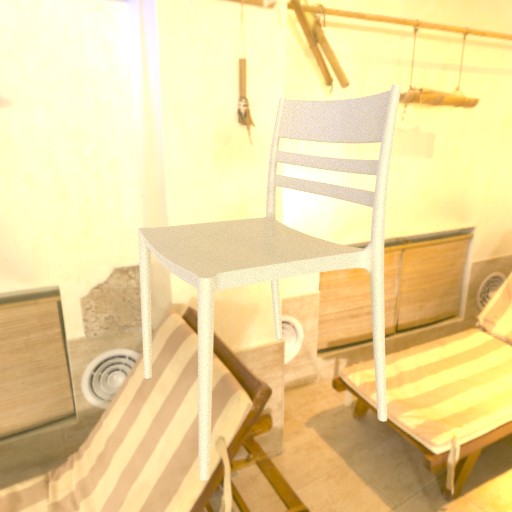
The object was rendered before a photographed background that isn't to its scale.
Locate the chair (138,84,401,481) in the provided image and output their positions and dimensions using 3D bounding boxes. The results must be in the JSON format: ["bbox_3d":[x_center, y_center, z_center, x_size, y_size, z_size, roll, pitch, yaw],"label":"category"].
[{"bbox_3d":[0.000,0.000,1.127,0.511,0.800,0.531,-9,18,-27],"label":"chair"}]
